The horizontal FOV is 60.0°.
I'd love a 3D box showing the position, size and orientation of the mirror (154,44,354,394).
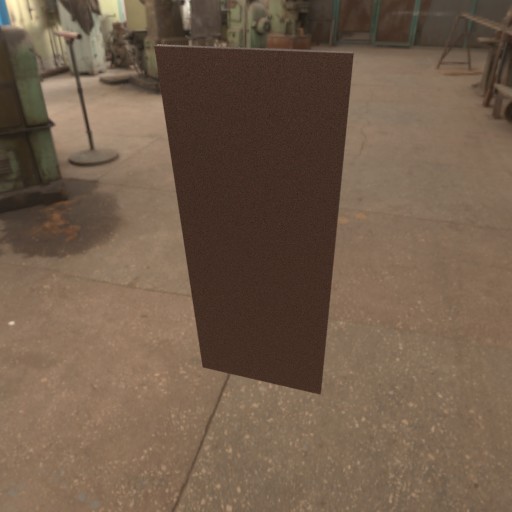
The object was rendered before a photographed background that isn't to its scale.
[{"bbox_3d":[0.000,0.000,2.343,0.812,2.020,0.221,9,32,14],"label":"mirror"}]
